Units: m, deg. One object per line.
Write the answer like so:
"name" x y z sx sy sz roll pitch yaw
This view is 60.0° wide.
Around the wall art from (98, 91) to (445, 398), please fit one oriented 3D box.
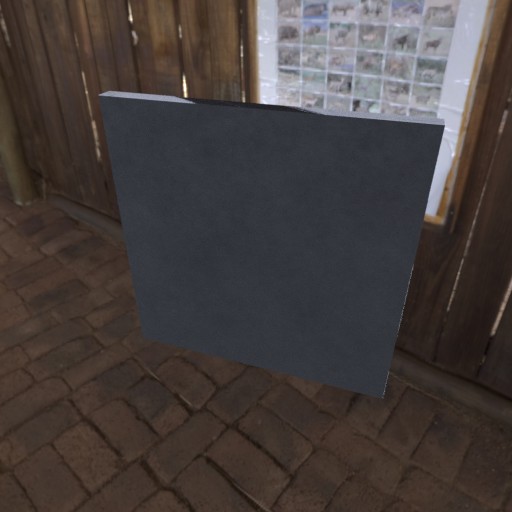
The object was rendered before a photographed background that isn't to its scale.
"wall art" 0.000 0.000 1.157 0.765 0.765 0.046 10 34 16
